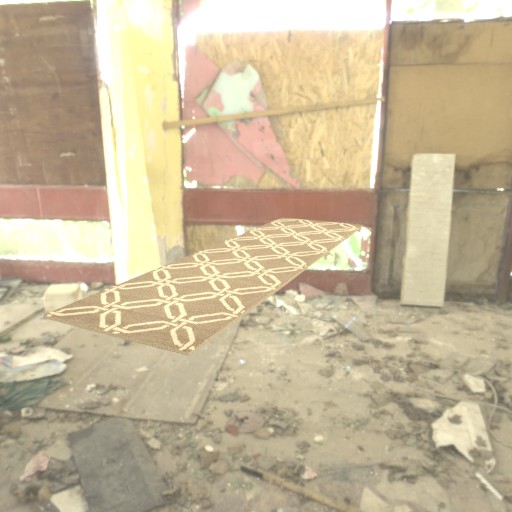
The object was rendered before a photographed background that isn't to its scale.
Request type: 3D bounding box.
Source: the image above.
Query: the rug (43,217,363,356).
[{"bbox_3d":[0.000,0.000,2.521,0.678,0.014,2.276,8,17,26],"label":"rug"}]
